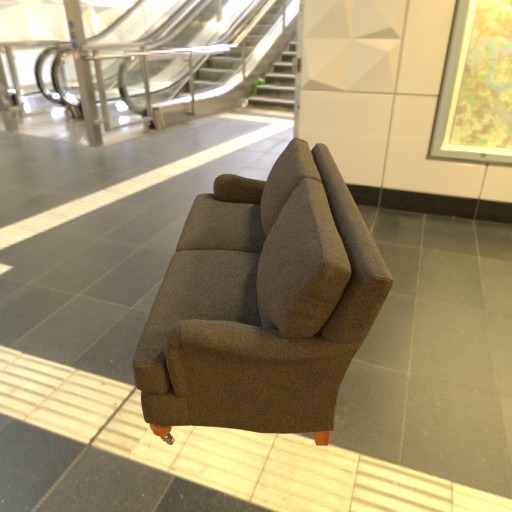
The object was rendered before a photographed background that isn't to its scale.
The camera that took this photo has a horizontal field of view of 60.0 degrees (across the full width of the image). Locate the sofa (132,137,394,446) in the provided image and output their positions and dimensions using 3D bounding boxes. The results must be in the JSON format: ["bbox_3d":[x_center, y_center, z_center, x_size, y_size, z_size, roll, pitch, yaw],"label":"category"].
[{"bbox_3d":[0.000,0.000,2.814,1.087,1.054,2.160,0,28,1],"label":"sofa"}]
